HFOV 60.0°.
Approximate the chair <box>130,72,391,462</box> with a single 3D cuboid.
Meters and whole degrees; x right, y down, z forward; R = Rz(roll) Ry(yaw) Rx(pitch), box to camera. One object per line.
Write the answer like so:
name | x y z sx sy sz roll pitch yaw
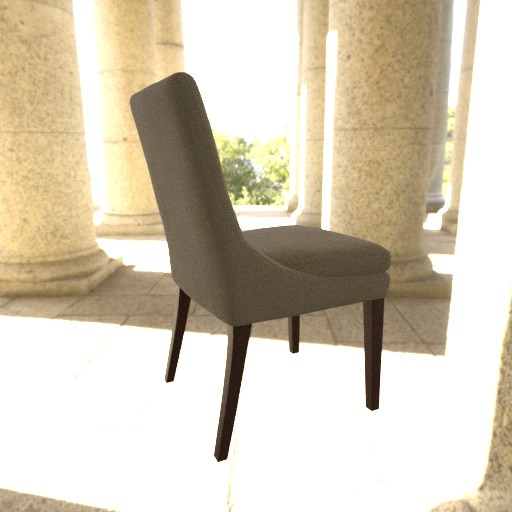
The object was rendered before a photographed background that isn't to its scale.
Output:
chair | 0.000 0.000 1.333 0.638 0.940 0.515 -7 15 -27
